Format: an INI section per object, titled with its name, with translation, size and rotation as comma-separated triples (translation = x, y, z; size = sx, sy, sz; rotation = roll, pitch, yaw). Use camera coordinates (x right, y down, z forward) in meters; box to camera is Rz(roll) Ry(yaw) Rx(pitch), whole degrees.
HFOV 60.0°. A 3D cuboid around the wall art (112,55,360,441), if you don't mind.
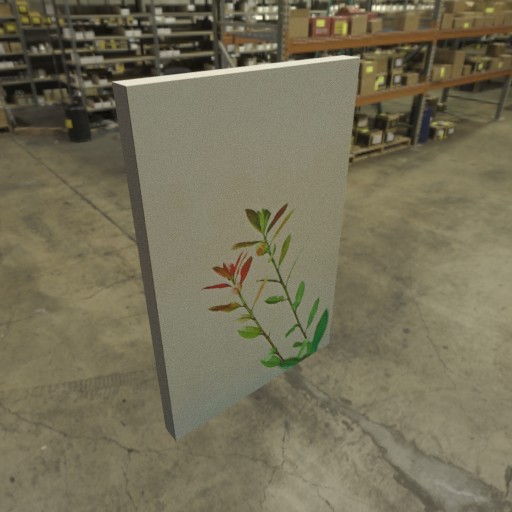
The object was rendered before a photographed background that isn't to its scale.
[wall art]
translation = 0.000, 0.000, 0.774
size = 0.408, 0.611, 0.038
rotation = -23, 37, -33
